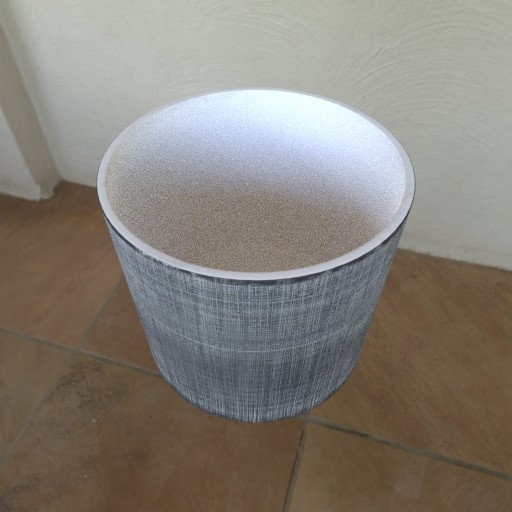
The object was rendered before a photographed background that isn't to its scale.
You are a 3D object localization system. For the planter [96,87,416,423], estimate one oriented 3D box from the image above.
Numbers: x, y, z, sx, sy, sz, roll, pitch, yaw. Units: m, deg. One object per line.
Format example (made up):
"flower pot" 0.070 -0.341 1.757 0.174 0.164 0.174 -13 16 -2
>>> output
"planter" 0.000 0.000 0.389 0.221 0.201 0.221 0 47 0
